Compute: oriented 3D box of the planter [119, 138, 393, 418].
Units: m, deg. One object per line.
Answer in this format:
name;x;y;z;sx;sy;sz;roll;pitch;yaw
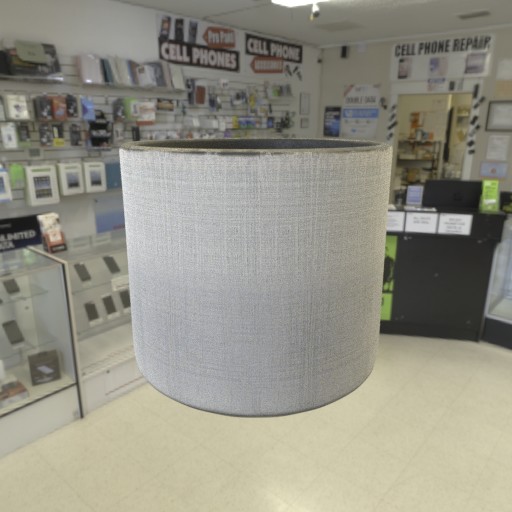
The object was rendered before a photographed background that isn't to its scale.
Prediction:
planter;0.000;0.000;0.402;0.226;0.201;0.226;0;17;0
